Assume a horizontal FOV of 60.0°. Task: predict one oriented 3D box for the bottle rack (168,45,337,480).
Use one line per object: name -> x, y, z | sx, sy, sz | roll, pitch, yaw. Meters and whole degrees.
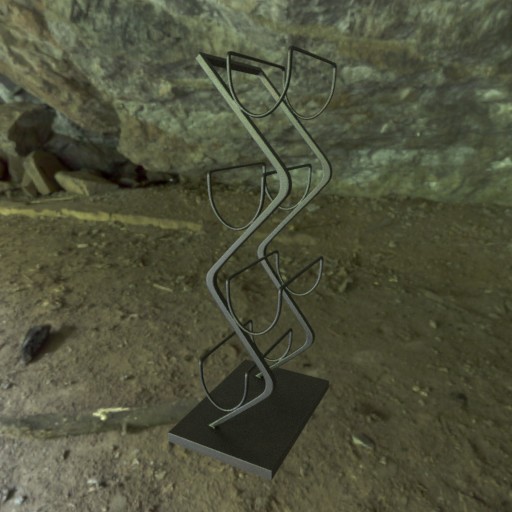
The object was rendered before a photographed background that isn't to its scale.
bottle rack -> 0.000, 0.000, 0.682 | 0.178, 0.559, 0.254 | 8, 18, 26
